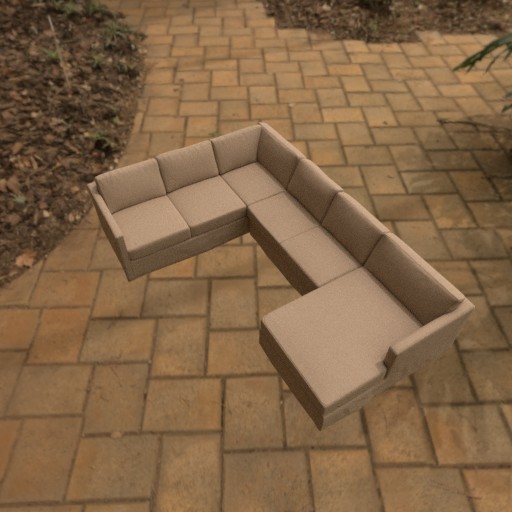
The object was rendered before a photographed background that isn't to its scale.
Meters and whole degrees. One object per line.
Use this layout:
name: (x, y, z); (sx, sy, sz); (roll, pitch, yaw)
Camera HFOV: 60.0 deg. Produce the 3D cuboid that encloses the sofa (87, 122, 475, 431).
sofa: (0.000, 0.000, 4.601); (2.427, 0.882, 3.460); (-24, 52, -20)
